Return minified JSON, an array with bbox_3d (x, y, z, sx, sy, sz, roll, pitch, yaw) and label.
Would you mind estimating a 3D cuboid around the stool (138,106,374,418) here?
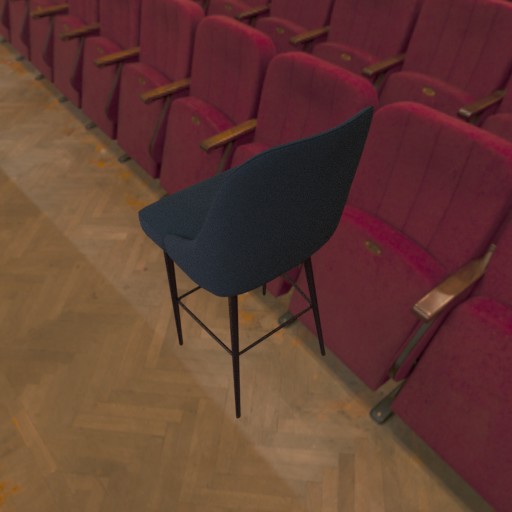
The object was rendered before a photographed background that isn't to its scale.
[{"bbox_3d":[0.000,0.000,1.365,0.527,1.079,0.489,-29,52,-25],"label":"stool"}]
